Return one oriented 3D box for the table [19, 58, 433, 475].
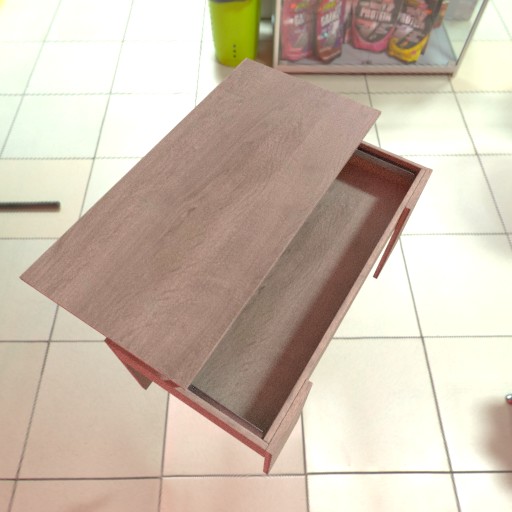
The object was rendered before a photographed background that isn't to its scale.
[{"bbox_3d":[0.000,0.000,1.424,0.711,0.570,1.000,28,63,16],"label":"table"}]
